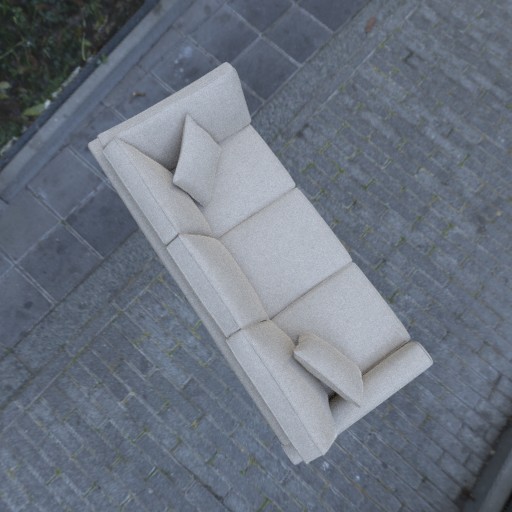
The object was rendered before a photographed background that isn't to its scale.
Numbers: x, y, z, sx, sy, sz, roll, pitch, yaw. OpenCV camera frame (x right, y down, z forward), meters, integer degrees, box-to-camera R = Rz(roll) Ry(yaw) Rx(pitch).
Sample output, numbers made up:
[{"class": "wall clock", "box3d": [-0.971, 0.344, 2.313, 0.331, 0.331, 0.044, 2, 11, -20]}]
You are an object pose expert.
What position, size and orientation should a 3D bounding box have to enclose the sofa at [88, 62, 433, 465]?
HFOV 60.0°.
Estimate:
[{"class": "sofa", "box3d": [0.000, 0.000, 2.913, 1.061, 0.962, 2.317, -34, 78, -8]}]
